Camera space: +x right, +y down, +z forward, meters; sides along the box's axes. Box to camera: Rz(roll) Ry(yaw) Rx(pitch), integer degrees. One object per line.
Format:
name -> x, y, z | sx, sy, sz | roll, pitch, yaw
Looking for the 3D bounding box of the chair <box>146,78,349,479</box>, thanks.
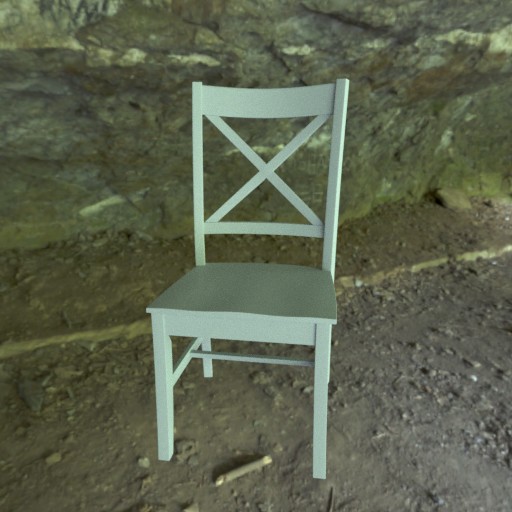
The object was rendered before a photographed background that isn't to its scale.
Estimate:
chair -> 0.000, 0.000, 1.250 | 0.485, 0.983, 0.542 | 2, 15, 9
